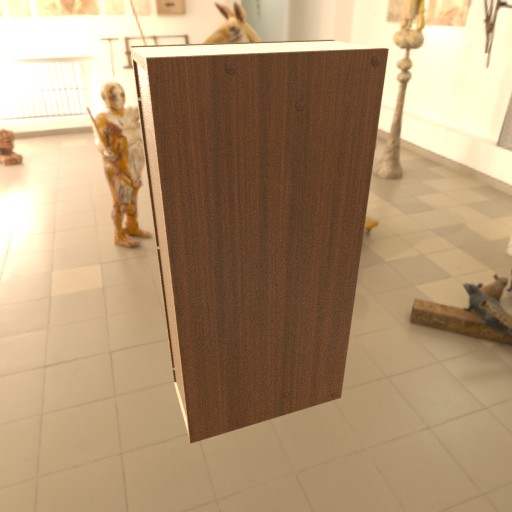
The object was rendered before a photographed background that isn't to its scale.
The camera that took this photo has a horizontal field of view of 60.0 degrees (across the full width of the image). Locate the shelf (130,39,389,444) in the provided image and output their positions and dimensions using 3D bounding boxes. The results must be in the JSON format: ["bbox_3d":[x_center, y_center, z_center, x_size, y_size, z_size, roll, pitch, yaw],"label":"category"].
[{"bbox_3d":[0.000,0.000,0.702,0.290,0.600,0.147,-10,32,-17],"label":"shelf"}]
